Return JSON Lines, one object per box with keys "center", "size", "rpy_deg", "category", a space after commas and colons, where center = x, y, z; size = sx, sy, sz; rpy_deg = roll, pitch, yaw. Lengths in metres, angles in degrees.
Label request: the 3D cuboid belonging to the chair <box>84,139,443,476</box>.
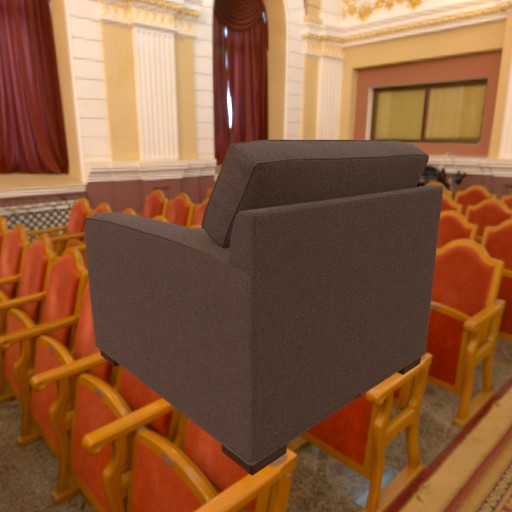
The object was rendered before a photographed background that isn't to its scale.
{"center": [0.000, 0.000, 1.797], "size": [0.997, 0.913, 1.043], "rpy_deg": [-13, 19, -41], "category": "chair"}
